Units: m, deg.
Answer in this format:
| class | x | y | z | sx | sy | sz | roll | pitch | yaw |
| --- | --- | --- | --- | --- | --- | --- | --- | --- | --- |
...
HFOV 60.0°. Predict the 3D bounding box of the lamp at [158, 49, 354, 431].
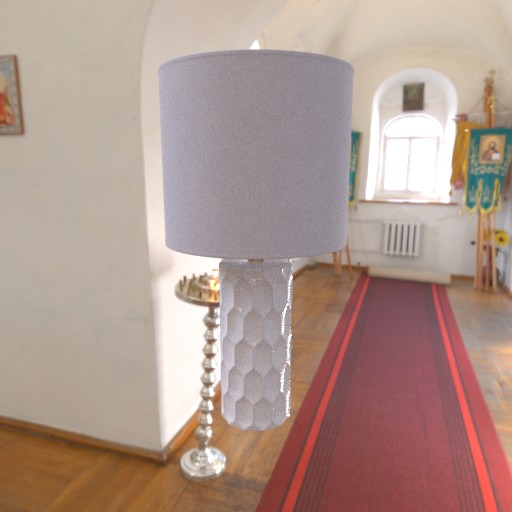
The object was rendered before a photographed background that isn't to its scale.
| class | x | y | z | sx | sy | sz | roll | pitch | yaw |
| --- | --- | --- | --- | --- | --- | --- | --- | --- | --- |
| lamp | 0.000 | 0.000 | 0.692 | 0.277 | 0.537 | 0.277 | -6 | 13 | -26 |
